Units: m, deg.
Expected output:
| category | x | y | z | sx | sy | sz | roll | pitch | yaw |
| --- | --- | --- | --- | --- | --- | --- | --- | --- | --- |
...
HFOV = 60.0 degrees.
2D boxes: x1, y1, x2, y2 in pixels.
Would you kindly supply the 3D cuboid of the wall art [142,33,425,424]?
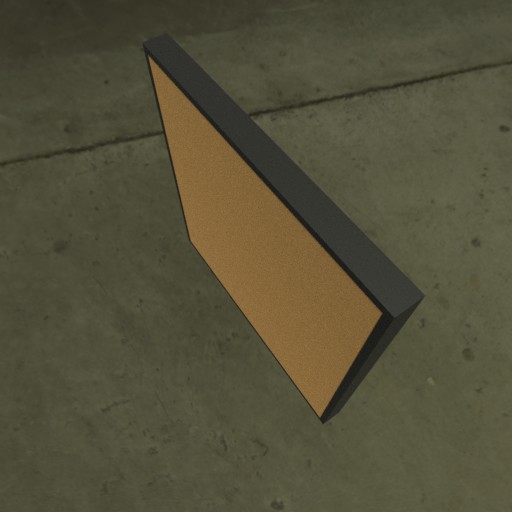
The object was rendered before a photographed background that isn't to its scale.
| category | x | y | z | sx | sy | sz | roll | pitch | yaw |
| --- | --- | --- | --- | --- | --- | --- | --- | --- | --- |
| wall art | 0.000 | 0.000 | 0.740 | 0.040 | 0.509 | 0.509 | -30 | 63 | -17 |
